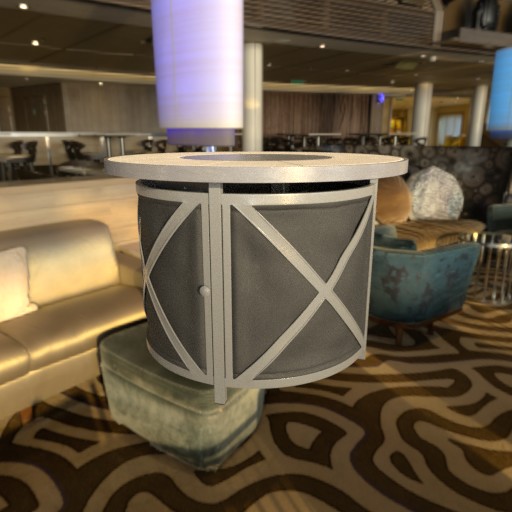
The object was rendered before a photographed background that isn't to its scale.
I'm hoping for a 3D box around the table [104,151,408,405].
[{"bbox_3d":[0.000,0.000,1.486,0.914,0.650,0.914,0,15,0],"label":"table"}]
